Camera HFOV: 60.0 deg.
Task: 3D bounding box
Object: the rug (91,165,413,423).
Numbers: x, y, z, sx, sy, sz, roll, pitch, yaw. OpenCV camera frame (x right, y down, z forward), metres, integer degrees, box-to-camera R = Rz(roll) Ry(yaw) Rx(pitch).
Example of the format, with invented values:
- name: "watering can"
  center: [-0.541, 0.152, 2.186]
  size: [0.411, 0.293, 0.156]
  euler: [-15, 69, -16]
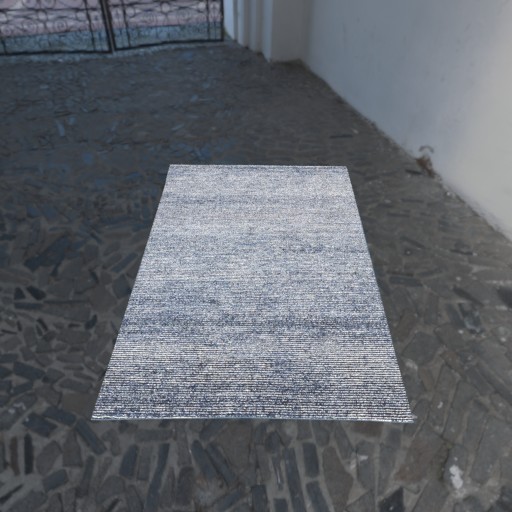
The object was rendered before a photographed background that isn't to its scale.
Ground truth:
- name: "rug"
  center: [0.000, 0.000, 2.196]
  size: [1.135, 0.010, 1.740]
  euler: [1, 42, 1]
